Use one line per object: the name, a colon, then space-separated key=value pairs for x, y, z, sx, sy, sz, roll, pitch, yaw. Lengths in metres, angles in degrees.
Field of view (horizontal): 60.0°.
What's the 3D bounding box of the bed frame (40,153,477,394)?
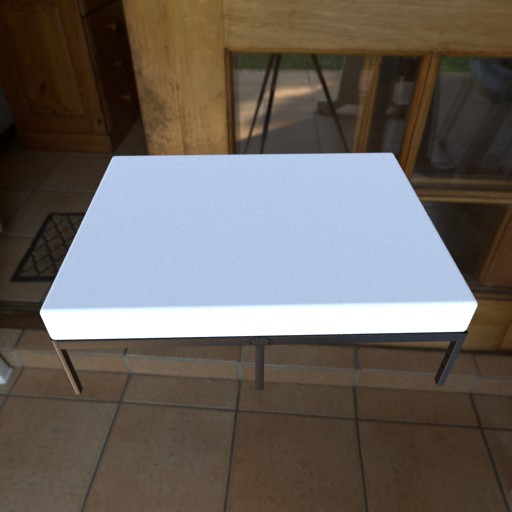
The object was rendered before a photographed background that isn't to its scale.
bed frame: x=0.000 y=0.000 z=2.838 sx=2.072 sy=0.659 sz=1.557 roll=-1 pitch=40 yaw=-1
